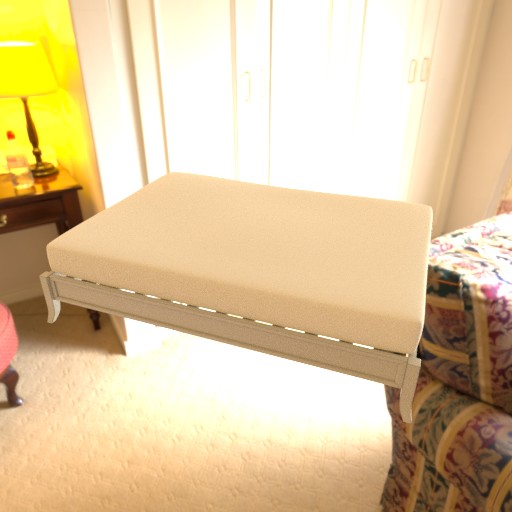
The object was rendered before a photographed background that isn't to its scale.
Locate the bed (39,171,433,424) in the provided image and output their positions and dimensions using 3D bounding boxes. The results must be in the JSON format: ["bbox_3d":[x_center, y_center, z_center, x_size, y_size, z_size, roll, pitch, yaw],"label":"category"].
[{"bbox_3d":[0.000,0.000,2.686,1.985,0.510,1.460,10,30,18],"label":"bed"}]
